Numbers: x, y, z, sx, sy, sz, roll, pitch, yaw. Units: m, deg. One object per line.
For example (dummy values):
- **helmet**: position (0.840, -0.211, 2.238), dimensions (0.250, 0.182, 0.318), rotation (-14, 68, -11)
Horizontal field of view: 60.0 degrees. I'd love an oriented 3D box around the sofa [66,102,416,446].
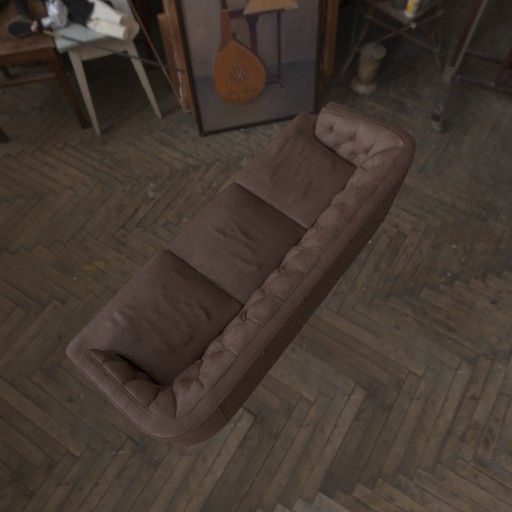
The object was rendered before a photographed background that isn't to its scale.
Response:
- **sofa**: position (0.000, 0.000, 2.682), dimensions (0.927, 0.787, 2.227), rotation (35, 68, 16)
